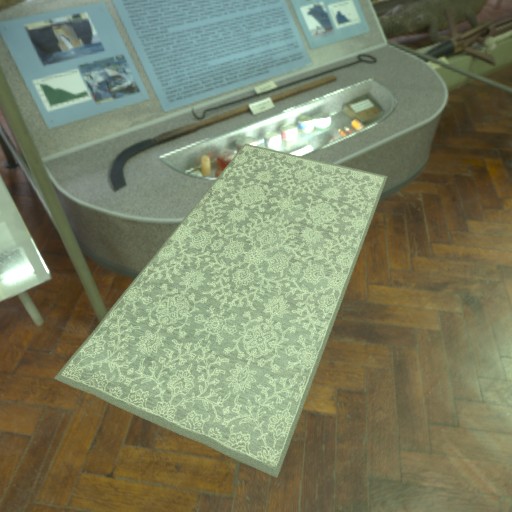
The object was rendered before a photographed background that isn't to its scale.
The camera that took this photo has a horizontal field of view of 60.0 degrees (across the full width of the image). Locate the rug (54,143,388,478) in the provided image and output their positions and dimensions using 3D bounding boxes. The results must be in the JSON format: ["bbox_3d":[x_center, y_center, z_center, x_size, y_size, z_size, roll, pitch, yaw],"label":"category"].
[{"bbox_3d":[0.000,0.000,3.631,1.546,0.011,3.048,17,48,16],"label":"rug"}]
